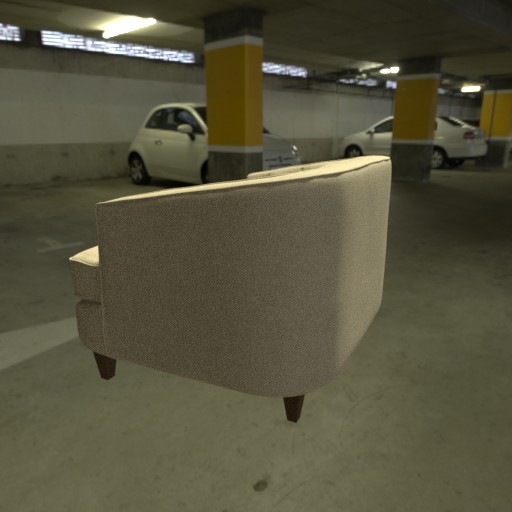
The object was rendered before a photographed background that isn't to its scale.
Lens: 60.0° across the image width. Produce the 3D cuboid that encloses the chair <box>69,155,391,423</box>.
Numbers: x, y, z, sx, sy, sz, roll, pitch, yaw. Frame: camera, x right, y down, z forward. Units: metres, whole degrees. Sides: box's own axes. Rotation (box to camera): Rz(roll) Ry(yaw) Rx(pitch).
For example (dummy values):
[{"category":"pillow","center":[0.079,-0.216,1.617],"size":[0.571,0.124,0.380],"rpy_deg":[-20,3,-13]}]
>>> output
[{"category":"chair","center":[0.000,0.000,1.789],"size":[0.914,0.787,1.118],"rpy_deg":[8,18,26]}]
